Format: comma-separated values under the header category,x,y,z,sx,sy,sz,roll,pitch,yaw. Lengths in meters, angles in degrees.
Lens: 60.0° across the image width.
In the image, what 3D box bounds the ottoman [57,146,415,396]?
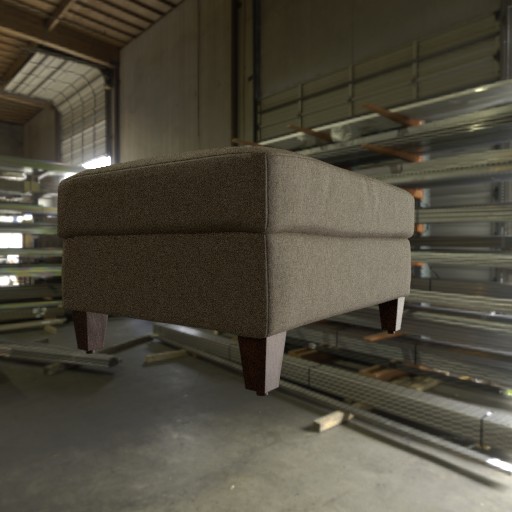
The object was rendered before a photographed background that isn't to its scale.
category,x,y,z,sx,sy,sz,roll,pitch,yaw
ottoman,0.000,0.000,1.307,0.692,0.511,0.889,1,2,36
